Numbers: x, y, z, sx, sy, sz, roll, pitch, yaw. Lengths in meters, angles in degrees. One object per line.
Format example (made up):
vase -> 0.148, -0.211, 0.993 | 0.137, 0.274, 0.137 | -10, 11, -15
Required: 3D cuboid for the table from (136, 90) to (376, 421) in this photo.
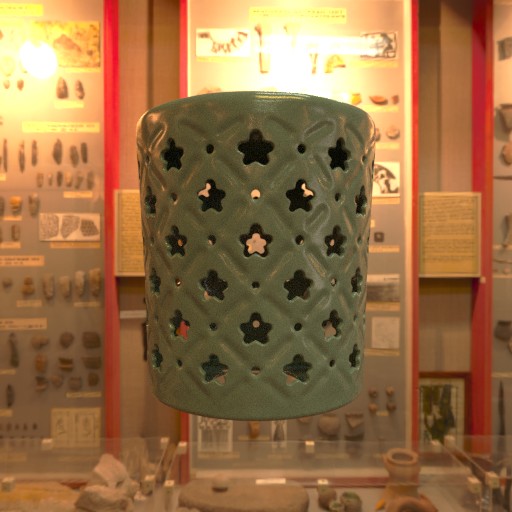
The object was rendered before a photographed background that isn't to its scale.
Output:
table -> 0.000, 0.000, 0.672 | 0.352, 0.387, 0.352 | 0, 1, 0
